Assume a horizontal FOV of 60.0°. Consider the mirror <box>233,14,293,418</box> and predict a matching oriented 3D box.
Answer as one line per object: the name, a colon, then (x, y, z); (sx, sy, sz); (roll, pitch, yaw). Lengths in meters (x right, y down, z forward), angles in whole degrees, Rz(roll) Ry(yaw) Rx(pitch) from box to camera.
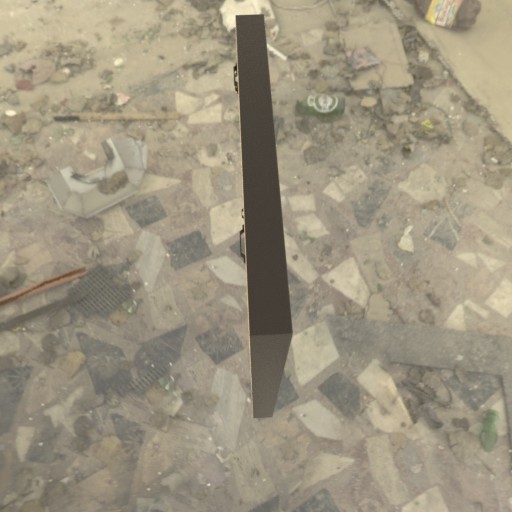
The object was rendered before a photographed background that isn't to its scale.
mirror: (0.000, 0.000, 0.678); (0.041, 0.509, 0.406); (-3, 63, -1)
